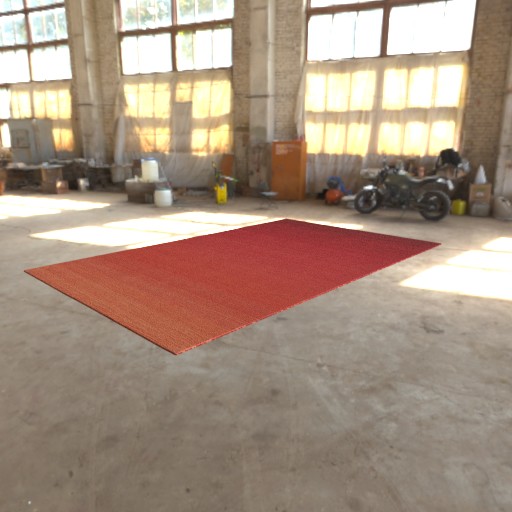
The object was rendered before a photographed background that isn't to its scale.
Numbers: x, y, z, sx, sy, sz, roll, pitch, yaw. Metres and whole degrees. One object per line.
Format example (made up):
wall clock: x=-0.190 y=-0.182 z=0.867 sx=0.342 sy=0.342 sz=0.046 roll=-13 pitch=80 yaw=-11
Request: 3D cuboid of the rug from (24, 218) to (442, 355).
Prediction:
rug: x=0.000 y=0.000 z=2.993 sx=1.531 sy=0.010 sz=2.442 roll=14 pitch=20 yaw=42
